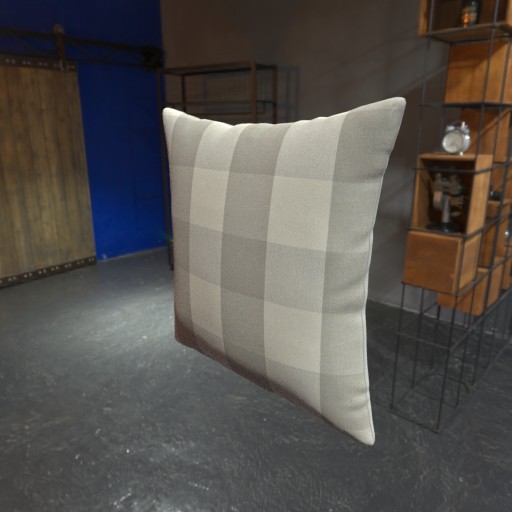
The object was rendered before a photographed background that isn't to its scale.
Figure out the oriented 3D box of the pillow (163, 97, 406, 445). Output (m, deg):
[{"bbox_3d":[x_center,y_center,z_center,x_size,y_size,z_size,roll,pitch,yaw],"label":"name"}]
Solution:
[{"bbox_3d":[0.000,0.000,0.782,0.511,0.509,0.161,16,22,42],"label":"pillow"}]
